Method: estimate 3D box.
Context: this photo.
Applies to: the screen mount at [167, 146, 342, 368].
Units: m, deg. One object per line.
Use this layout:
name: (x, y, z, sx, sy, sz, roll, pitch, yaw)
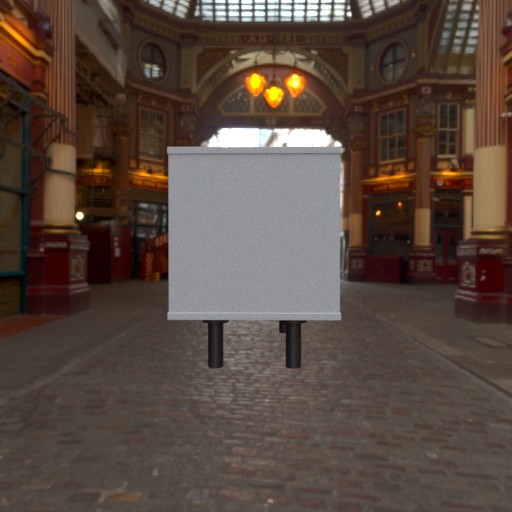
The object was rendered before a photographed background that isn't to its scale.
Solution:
screen mount: (0.000, 0.000, 1.819, 0.418, 0.520, 1.600, 0, 1, 1)
